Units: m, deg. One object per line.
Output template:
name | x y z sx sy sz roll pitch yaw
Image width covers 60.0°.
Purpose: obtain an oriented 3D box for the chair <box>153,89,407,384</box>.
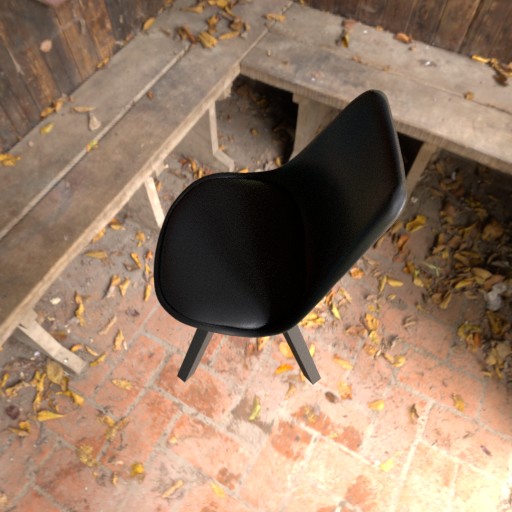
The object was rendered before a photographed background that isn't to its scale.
chair | 0.000 0.000 1.164 0.530 0.850 0.485 1 60 0
